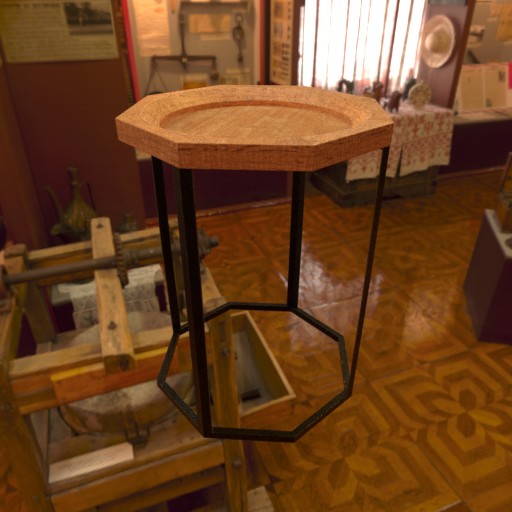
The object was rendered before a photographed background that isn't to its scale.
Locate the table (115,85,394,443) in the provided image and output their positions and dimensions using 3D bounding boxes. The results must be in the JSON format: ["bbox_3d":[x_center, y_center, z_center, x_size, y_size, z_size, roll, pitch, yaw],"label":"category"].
[{"bbox_3d":[0.000,0.000,0.852,0.437,0.553,0.437,-10,32,-16],"label":"table"}]
